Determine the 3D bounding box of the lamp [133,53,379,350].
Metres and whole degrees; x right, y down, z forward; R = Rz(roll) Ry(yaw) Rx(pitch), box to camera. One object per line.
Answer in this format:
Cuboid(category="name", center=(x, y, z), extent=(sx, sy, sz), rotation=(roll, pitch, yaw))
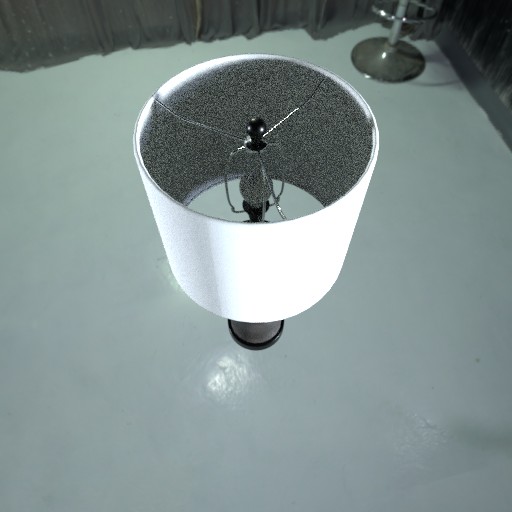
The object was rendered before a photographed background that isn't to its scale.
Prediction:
Cuboid(category="lamp", center=(0.000, 0.000, 0.814), extent=(0.305, 0.634, 0.305), rotation=(-13, 59, -8))
